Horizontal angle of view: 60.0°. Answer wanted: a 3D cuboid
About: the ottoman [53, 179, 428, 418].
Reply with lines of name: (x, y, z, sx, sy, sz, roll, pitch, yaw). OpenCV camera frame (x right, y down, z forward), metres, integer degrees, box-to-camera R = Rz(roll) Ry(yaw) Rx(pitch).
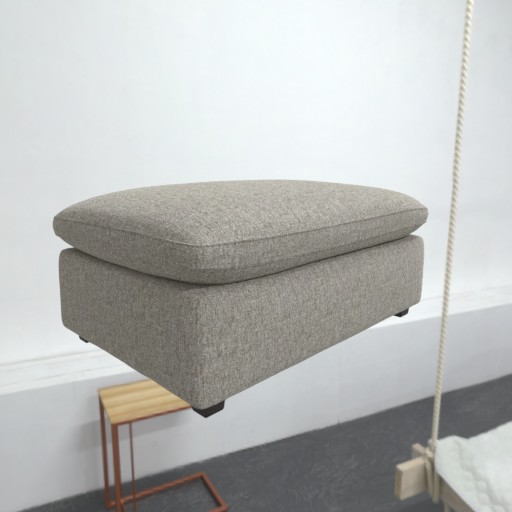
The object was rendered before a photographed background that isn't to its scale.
ottoman: (0.000, 0.000, 1.352, 0.694, 0.451, 0.977, 12, 17, 43)
